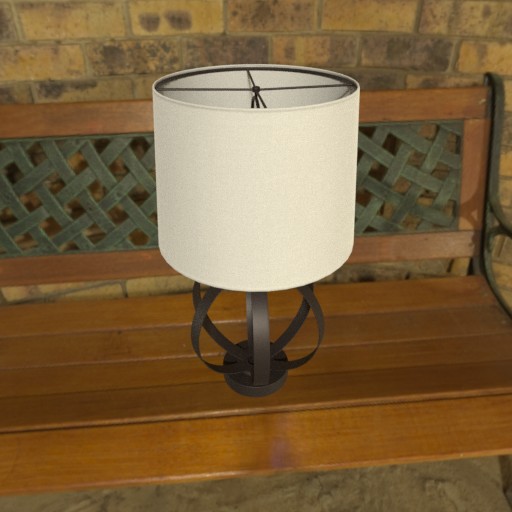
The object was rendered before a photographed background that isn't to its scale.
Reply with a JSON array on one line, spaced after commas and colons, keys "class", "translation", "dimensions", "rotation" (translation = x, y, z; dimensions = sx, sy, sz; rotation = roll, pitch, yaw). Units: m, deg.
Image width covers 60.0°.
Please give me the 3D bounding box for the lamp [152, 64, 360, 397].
[{"class": "lamp", "translation": [0.000, 0.000, 0.685], "dimensions": [0.286, 0.510, 0.286], "rotation": [0, 33, 0]}]
